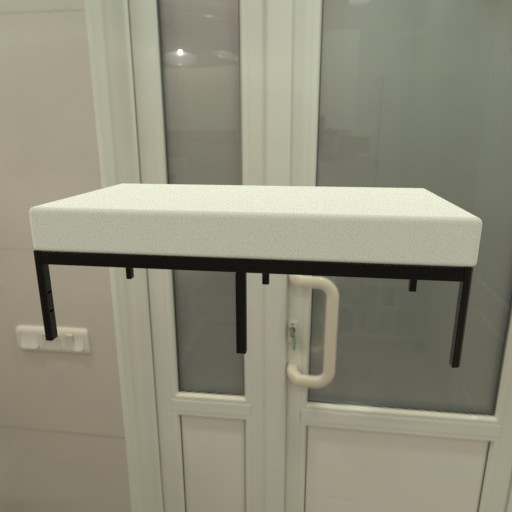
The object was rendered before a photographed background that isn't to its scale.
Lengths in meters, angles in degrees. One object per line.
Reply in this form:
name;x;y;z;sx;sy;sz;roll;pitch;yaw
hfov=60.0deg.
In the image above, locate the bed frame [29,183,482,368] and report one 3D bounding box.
bed frame;0.000;0.000;2.435;1.950;0.659;1.023;2;16;7
